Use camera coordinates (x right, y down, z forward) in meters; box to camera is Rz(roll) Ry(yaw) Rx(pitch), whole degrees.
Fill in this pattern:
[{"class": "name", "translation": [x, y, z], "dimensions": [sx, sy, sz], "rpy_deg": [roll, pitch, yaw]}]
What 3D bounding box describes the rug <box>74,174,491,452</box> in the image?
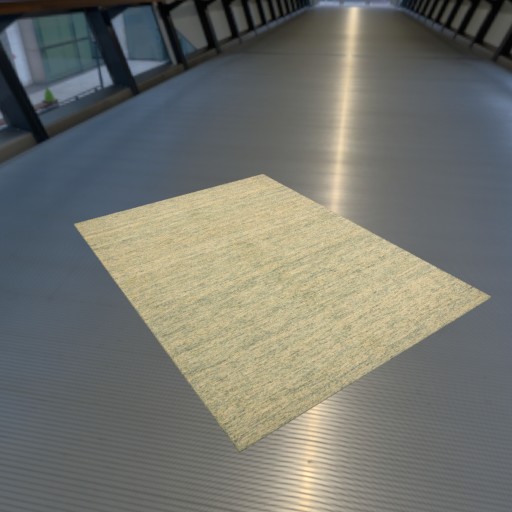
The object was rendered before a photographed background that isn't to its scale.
[{"class": "rug", "translation": [0.000, 0.000, 4.122], "dimensions": [2.437, 0.014, 3.201], "rpy_deg": [-20, 38, -29]}]
